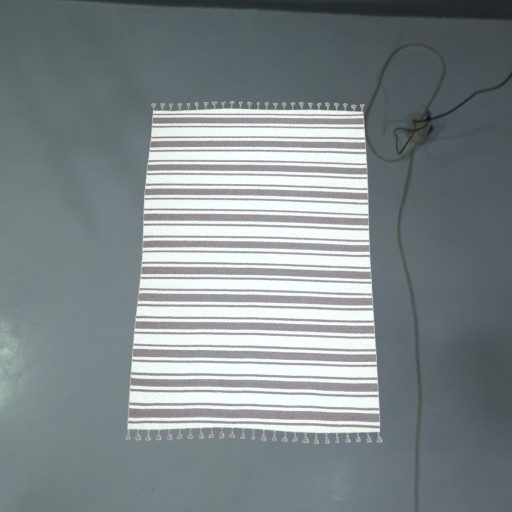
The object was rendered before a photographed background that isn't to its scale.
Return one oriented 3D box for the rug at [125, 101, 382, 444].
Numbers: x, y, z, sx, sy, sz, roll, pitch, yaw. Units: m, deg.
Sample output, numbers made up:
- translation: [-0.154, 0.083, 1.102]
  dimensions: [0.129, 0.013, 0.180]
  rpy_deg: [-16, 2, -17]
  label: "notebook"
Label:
- translation: [0.000, 0.000, 3.862]
  dimensions: [2.030, 0.017, 3.040]
  rpy_deg: [1, 76, 0]
  label: "rug"
